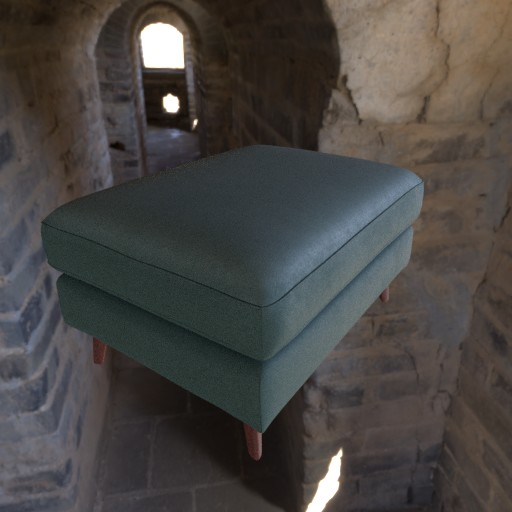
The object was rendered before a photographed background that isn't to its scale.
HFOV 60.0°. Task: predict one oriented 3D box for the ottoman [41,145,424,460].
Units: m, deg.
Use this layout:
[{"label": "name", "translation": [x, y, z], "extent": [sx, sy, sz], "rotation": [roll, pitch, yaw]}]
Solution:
[{"label": "ottoman", "translation": [0.000, 0.000, 1.134], "extent": [0.608, 0.449, 0.811], "rotation": [17, 31, 31]}]
